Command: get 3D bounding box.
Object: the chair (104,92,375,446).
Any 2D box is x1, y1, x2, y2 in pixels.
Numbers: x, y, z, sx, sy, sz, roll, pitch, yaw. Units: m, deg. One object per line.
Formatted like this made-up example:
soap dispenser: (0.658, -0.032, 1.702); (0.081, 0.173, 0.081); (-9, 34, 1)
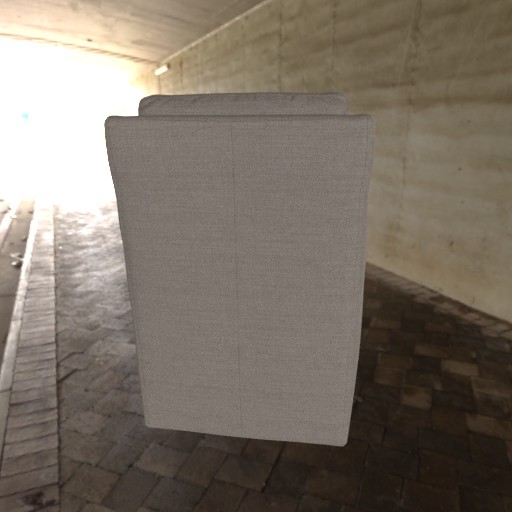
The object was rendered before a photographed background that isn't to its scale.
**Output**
chair: (0.000, 0.000, 1.362); (0.626, 0.914, 0.694); (2, 16, 8)
